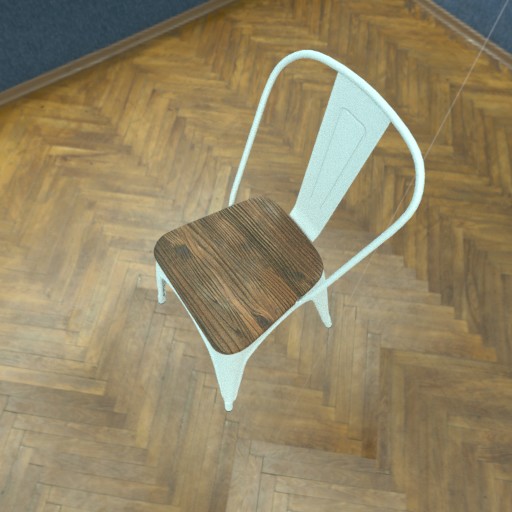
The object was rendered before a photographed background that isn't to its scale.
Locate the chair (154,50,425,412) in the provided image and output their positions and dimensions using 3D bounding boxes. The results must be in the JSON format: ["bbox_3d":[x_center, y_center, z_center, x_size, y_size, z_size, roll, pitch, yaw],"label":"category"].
[{"bbox_3d":[0.000,0.000,1.142,0.521,0.851,0.452,-31,68,-15],"label":"chair"}]
